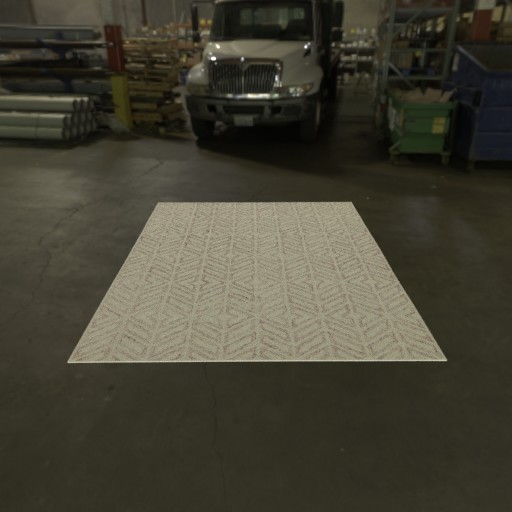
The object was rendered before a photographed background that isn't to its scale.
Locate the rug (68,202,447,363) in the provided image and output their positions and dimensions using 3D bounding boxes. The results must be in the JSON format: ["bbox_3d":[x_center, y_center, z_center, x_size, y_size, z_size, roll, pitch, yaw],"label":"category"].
[{"bbox_3d":[0.000,0.000,4.187,2.421,0.008,3.045,0,26,0],"label":"rug"}]
